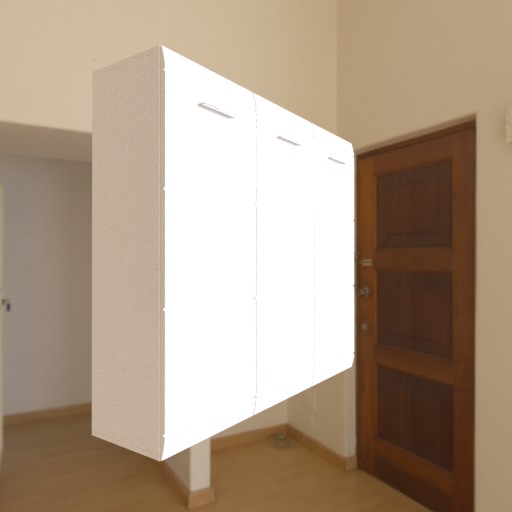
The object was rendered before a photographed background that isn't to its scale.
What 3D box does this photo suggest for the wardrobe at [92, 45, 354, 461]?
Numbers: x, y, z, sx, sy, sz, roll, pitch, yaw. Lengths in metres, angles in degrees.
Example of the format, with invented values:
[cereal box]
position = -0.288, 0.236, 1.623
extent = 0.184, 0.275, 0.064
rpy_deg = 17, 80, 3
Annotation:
[wardrobe]
position = 0.000, 0.000, 1.888
extent = 0.360, 1.200, 1.340
rpy_deg = 0, 0, 35
